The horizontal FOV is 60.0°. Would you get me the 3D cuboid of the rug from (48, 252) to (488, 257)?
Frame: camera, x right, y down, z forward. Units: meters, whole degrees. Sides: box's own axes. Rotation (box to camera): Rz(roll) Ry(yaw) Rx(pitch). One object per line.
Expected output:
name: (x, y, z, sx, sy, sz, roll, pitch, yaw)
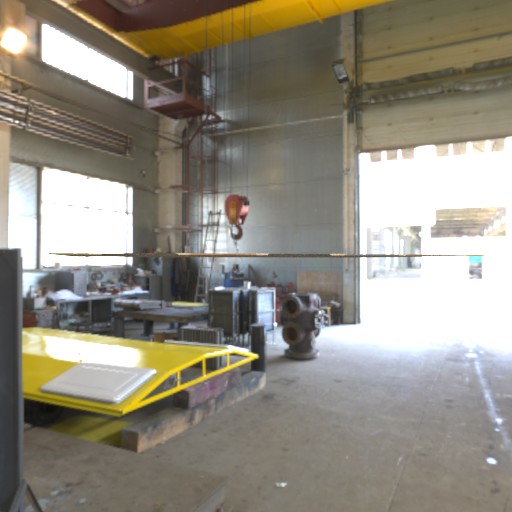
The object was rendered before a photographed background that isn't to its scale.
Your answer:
rug: (0.000, 0.000, 2.310, 1.828, 0.006, 1.216, 0, -1, -18)
